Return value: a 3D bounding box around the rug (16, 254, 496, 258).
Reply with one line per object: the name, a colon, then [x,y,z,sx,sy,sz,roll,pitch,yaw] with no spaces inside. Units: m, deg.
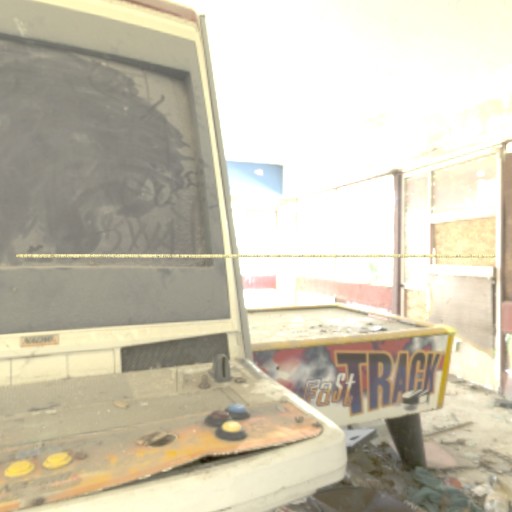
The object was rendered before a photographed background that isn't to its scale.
rug: [0.000,0.000,2.828,2.263,0.017,1.523,0,0,1]
